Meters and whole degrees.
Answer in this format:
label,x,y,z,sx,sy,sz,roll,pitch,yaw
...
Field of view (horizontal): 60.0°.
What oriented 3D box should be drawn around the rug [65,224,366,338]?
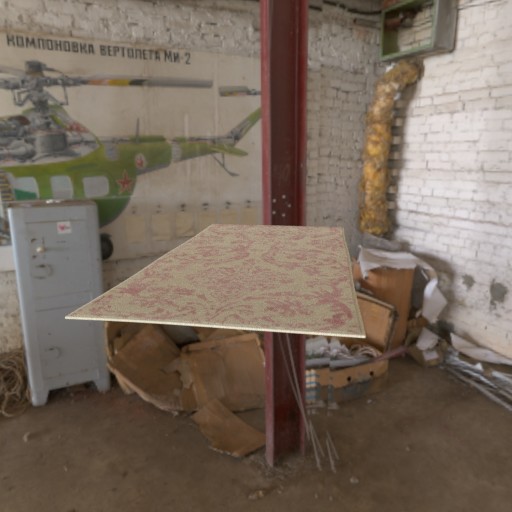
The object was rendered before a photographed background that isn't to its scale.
label,x,y,z,sx,sy,sz,roll,pitch,yaw
rug,0.000,0.000,1.448,0.604,0.007,1.219,2,13,9
